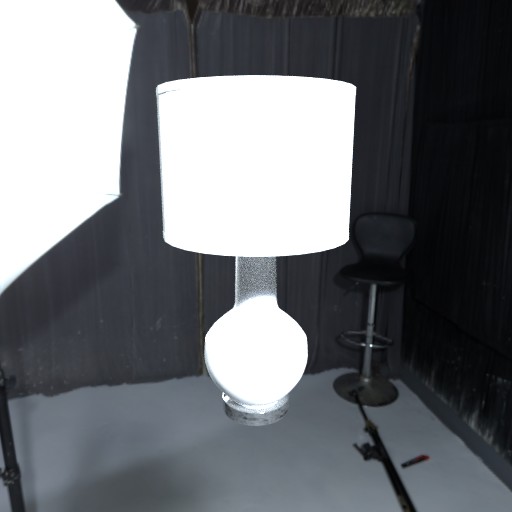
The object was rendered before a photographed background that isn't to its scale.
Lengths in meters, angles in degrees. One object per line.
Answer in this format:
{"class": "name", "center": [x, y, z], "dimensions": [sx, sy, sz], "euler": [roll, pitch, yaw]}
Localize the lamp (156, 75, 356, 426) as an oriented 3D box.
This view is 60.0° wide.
{"class": "lamp", "center": [0.000, 0.000, 0.882], "dimensions": [0.357, 0.673, 0.357], "euler": [-3, 14, -10]}
